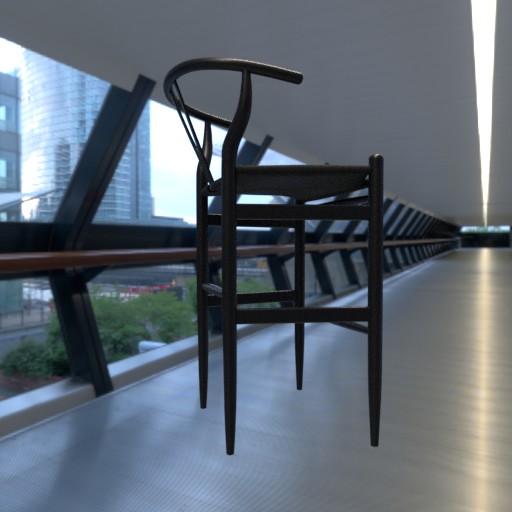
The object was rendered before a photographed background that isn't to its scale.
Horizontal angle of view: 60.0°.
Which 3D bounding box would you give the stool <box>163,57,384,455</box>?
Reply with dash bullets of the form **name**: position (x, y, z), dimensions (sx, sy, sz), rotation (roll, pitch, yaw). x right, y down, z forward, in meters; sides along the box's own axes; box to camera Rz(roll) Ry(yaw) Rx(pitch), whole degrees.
- **stool**: position (0.000, 0.000, 1.417), dimensions (0.579, 1.072, 0.569), rotation (0, 1, -18)
